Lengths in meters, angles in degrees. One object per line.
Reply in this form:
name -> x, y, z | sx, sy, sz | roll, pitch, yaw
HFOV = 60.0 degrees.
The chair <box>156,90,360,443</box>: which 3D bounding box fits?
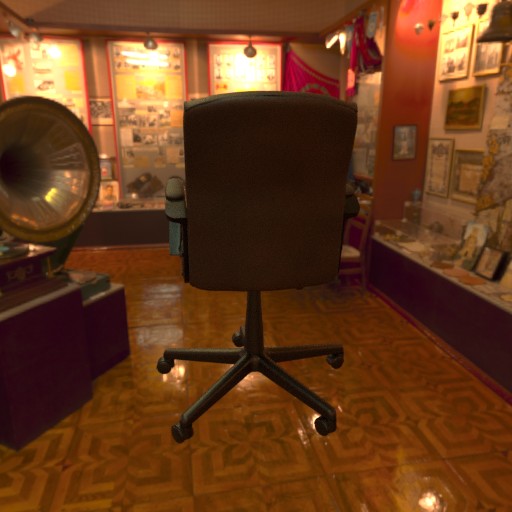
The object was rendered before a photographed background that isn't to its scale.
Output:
chair -> 0.000, 0.000, 1.507 | 0.739, 1.004, 0.717 | -2, 16, -8
